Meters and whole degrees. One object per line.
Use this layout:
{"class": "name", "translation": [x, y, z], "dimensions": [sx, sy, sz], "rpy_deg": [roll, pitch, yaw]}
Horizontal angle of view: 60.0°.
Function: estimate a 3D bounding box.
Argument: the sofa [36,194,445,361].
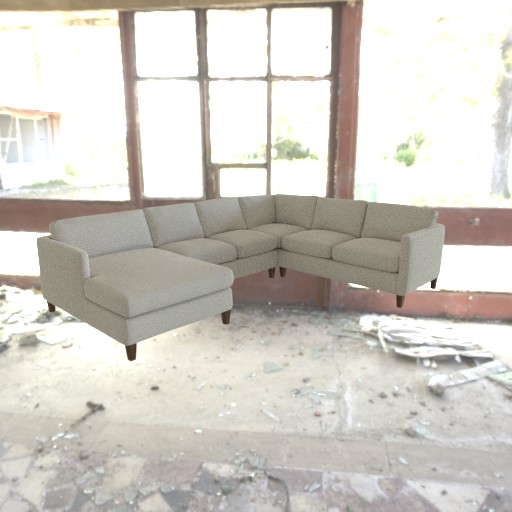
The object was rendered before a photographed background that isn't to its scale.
{"class": "sofa", "translation": [0.000, 0.000, 4.604], "dimensions": [2.593, 0.956, 3.459], "rpy_deg": [13, 19, 42]}
